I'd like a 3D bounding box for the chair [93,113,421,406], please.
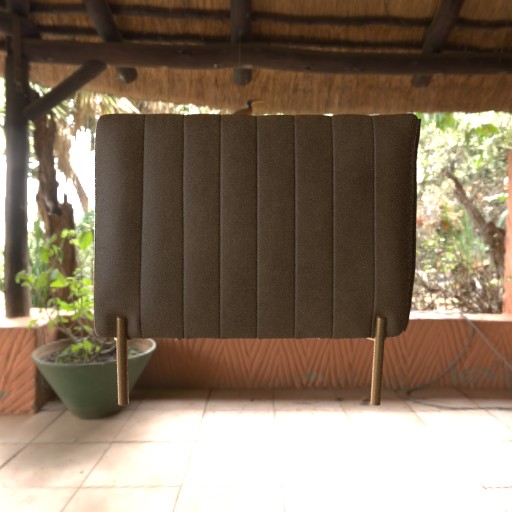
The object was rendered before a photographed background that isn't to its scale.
[{"bbox_3d":[0.000,0.000,1.614,0.876,0.779,0.981,0,0,-1],"label":"chair"}]
